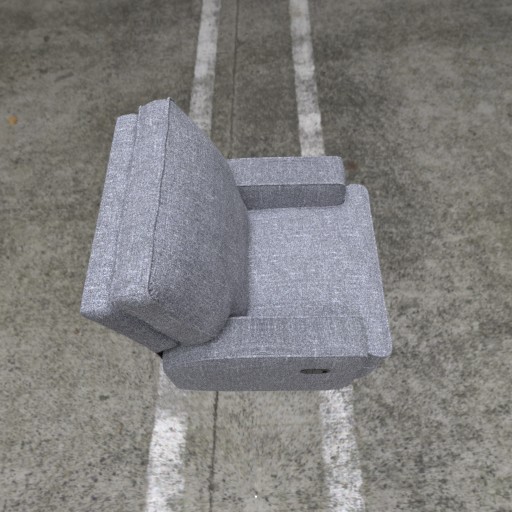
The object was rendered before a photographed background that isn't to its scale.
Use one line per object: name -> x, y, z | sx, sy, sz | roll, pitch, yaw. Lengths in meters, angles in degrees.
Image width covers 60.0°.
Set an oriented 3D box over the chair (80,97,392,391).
chair -> 0.000, 0.000, 1.685 | 0.964, 0.962, 0.861 | 0, 62, 0
